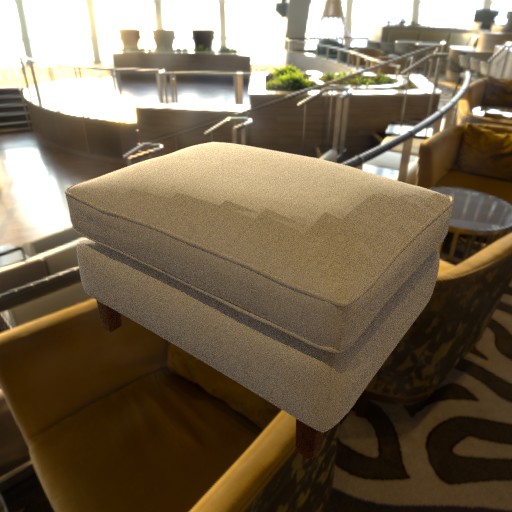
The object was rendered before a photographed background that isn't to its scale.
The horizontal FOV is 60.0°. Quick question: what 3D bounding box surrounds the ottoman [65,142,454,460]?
[{"bbox_3d":[0.000,0.000,0.956,0.665,0.406,0.501,21,36,32],"label":"ottoman"}]
